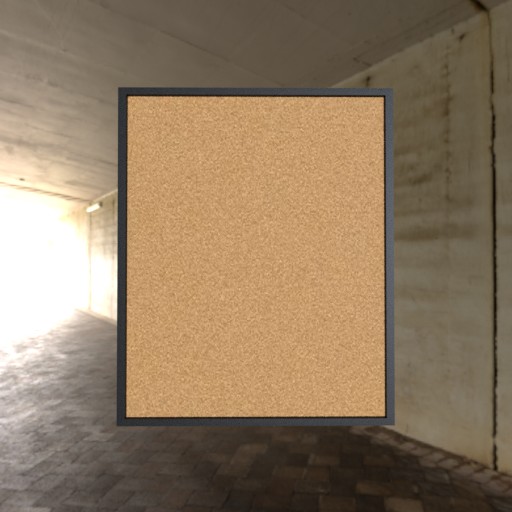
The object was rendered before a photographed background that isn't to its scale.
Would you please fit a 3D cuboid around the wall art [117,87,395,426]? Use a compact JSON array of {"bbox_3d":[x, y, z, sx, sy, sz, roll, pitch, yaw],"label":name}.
[{"bbox_3d":[0.000,0.000,0.747,0.457,0.559,0.029,0,-1,-1],"label":"wall art"}]
